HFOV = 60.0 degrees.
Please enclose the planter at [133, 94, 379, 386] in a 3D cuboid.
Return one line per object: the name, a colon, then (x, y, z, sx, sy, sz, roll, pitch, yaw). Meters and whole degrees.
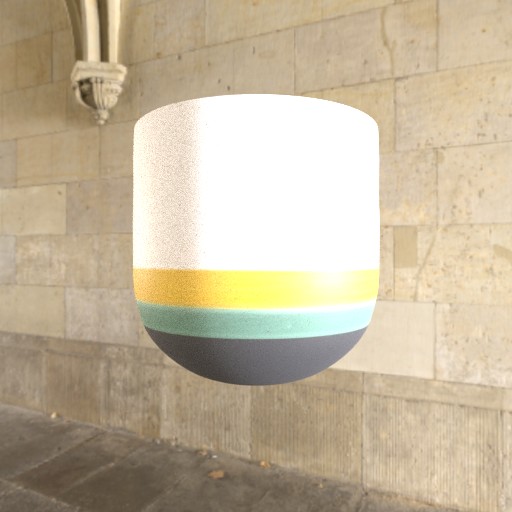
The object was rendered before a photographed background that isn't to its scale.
planter: (0.000, 0.000, 0.501, 0.268, 0.270, 0.268, 0, 0, 0)
